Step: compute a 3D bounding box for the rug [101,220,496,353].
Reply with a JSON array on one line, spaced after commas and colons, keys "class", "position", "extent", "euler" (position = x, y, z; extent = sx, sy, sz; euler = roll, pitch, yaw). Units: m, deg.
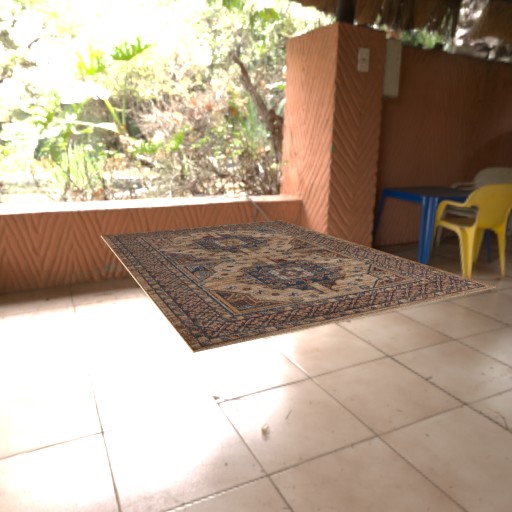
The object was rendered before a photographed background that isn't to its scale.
[{"class": "rug", "position": [0.000, 0.000, 2.863], "extent": [1.611, 0.008, 2.227], "euler": [-7, 16, -26]}]
